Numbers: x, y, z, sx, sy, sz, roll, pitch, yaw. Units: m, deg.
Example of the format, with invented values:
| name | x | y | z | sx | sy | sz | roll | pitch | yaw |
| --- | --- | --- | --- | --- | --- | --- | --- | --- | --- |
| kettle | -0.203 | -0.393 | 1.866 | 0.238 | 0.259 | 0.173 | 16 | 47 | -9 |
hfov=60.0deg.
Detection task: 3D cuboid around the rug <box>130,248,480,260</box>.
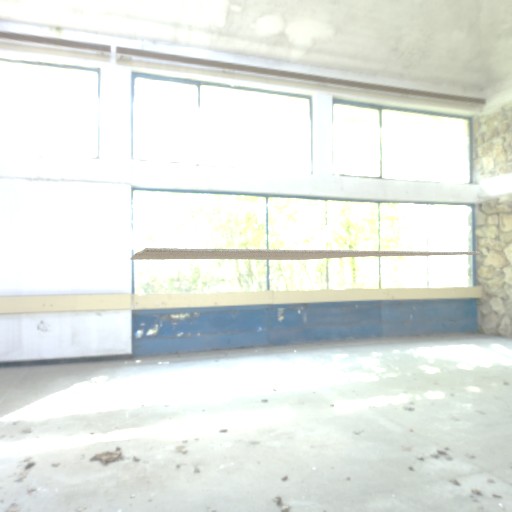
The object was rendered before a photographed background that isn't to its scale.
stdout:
| name | x | y | z | sx | sy | sz | roll | pitch | yaw |
| --- | --- | --- | --- | --- | --- | --- | --- | --- | --- |
| rug | 0.000 | 0.000 | 3.011 | 1.596 | 0.030 | 2.283 | 0 | -1 | -17 |
